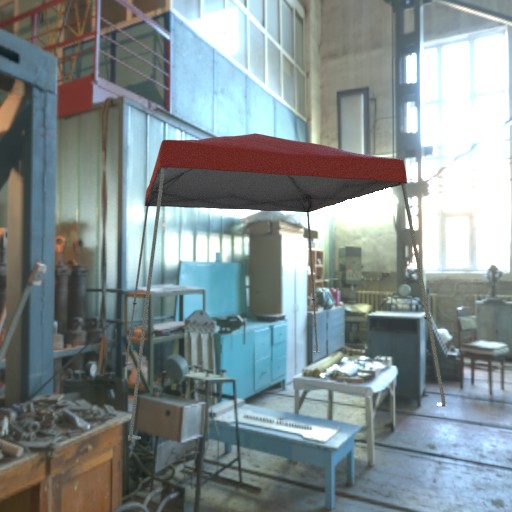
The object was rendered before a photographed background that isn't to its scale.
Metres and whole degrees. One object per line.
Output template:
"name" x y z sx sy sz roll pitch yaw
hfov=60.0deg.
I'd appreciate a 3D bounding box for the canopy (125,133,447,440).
"canopy" 0.000 0.000 6.459 3.599 3.600 3.600 0 -2 -17
